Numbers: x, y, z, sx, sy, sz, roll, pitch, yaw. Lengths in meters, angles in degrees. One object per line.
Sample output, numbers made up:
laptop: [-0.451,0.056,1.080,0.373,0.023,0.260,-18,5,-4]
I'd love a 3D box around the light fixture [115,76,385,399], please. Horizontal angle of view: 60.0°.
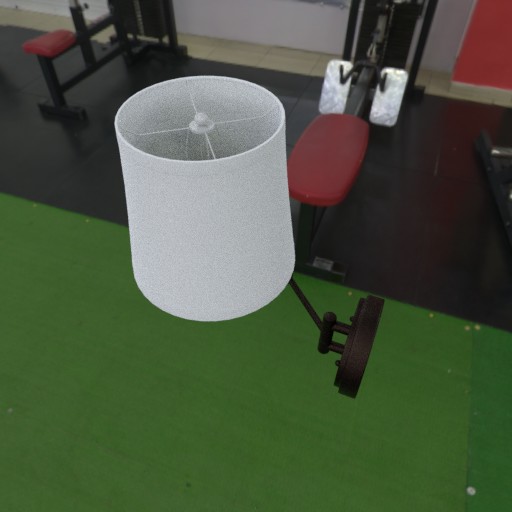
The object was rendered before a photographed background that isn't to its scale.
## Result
light fixture: [0.000,0.000,0.263,0.157,0.172,0.100,17,49,15]
